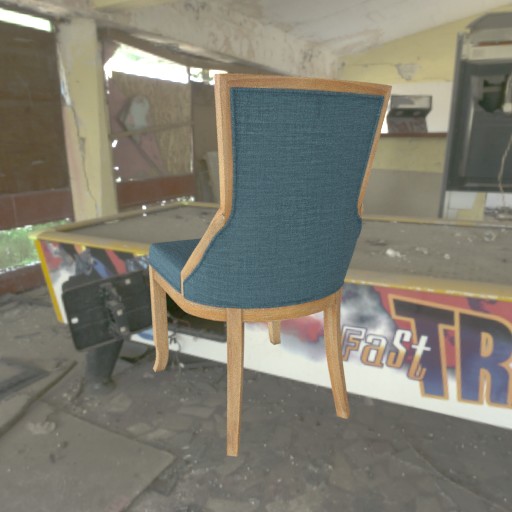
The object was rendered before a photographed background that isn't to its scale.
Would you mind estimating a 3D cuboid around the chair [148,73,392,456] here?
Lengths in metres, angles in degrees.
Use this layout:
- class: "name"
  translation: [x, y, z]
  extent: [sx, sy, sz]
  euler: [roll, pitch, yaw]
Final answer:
- class: "chair"
  translation: [0.000, 0.000, 1.350]
  extent: [0.524, 0.947, 0.641]
  euler: [-7, 16, -26]
